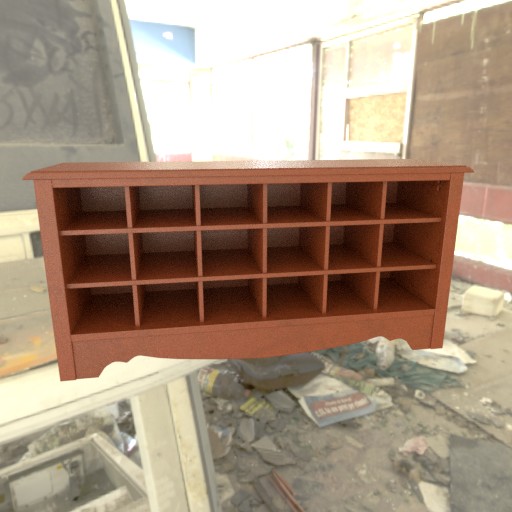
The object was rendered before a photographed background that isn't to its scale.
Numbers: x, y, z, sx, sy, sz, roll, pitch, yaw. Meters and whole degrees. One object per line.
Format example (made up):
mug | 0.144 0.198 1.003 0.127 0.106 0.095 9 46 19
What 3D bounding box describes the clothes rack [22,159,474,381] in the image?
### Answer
clothes rack | 0.000 0.000 1.460 1.251 0.594 0.362 -3 16 -9
